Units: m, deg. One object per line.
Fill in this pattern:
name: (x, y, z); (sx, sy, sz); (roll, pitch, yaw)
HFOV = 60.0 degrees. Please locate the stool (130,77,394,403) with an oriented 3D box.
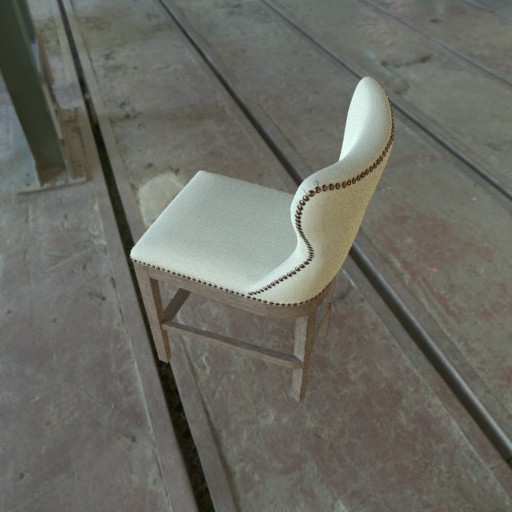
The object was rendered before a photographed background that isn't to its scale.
stool: (0.000, 0.000, 1.327); (0.608, 0.981, 0.498); (17, 49, 15)
